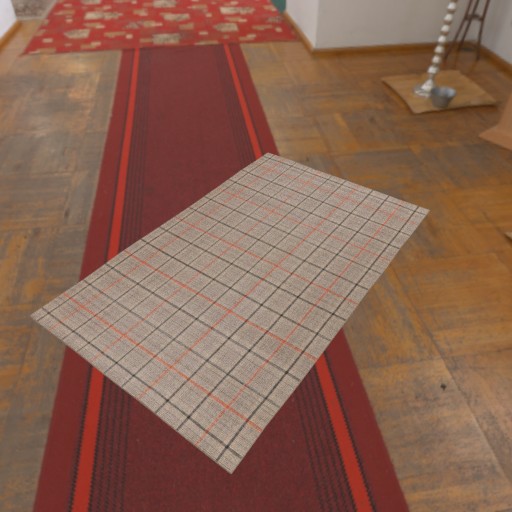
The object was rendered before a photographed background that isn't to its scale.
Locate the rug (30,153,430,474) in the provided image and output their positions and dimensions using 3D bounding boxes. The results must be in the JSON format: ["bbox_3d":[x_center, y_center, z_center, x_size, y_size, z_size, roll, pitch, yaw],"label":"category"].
[{"bbox_3d":[0.000,0.000,3.009,1.524,0.015,2.439,26,48,26],"label":"rug"}]
